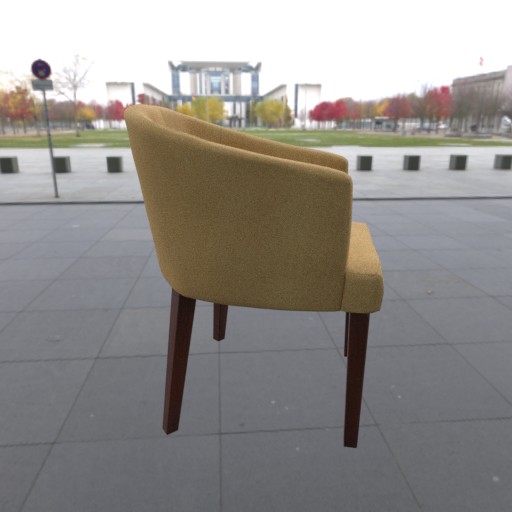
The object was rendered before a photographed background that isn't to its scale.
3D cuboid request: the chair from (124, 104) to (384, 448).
[{"bbox_3d":[0.000,0.000,1.249,0.655,0.811,0.583,3,17,10],"label":"chair"}]
